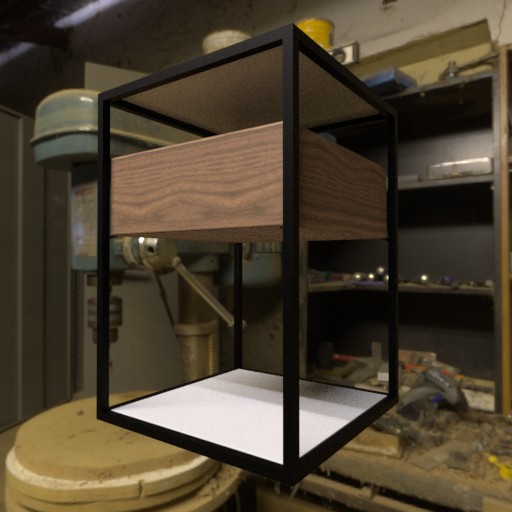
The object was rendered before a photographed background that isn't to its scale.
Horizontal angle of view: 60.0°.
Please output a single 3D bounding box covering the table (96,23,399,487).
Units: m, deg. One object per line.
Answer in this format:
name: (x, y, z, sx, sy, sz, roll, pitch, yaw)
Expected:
table: (0.000, 0.000, 0.779, 0.378, 0.540, 0.378, -1, -1, 36)
